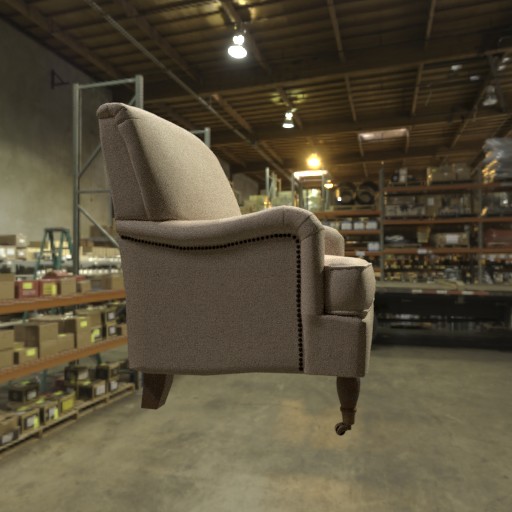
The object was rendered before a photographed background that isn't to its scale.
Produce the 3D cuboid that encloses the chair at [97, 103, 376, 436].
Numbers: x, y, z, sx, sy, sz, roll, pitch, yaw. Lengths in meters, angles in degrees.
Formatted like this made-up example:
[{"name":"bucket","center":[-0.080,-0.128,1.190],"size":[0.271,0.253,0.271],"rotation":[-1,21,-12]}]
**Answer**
[{"name":"chair","center":[0.000,0.000,1.834],"size":[0.953,1.119,0.879],"rotation":[0,-1,16]}]
